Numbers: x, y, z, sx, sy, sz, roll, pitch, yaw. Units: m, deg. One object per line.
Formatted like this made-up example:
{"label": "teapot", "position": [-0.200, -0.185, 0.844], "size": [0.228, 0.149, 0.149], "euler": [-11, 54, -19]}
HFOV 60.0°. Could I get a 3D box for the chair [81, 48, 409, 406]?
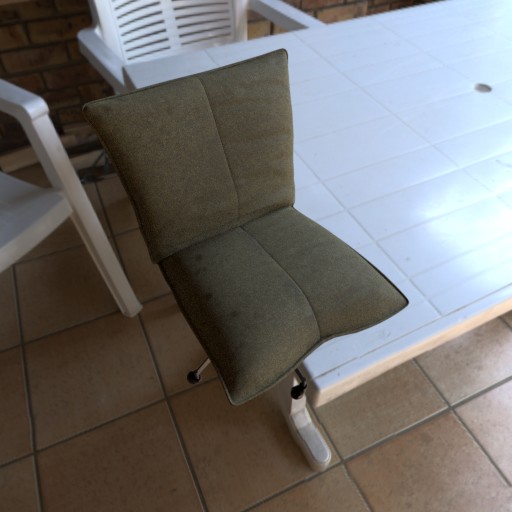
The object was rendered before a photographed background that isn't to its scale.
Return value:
{"label": "chair", "position": [0.000, 0.000, 1.273], "size": [0.597, 0.811, 0.696], "euler": [-24, 52, -20]}
